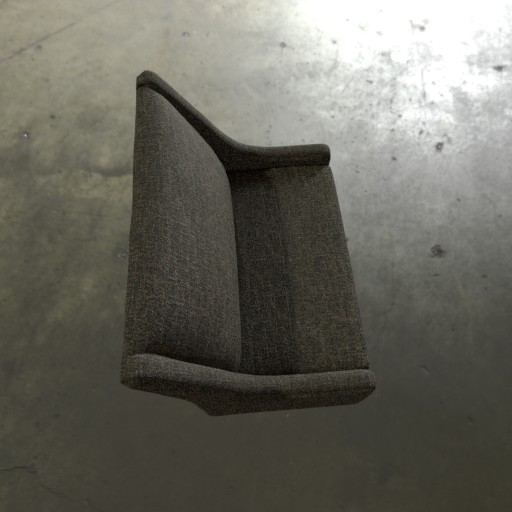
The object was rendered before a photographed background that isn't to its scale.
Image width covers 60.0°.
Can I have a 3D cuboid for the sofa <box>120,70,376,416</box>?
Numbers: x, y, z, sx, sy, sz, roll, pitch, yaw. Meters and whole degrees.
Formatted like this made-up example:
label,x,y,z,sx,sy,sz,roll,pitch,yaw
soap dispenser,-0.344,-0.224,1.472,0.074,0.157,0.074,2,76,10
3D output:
label,x,y,z,sx,sy,sz,roll,pitch,yaw
sofa,0.000,0.000,1.943,0.870,1.021,1.242,-4,64,-2
